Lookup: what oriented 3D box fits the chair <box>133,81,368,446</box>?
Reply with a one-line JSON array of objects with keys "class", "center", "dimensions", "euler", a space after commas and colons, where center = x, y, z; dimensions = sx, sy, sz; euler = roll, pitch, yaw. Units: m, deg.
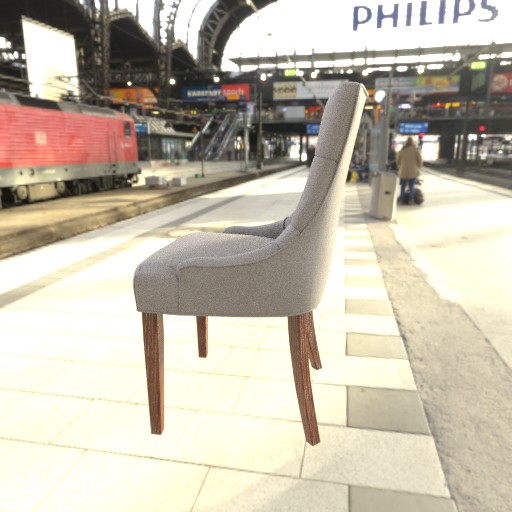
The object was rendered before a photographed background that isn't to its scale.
[{"class": "chair", "center": [0.000, 0.000, 1.256], "dimensions": [0.565, 0.874, 0.509], "euler": [2, 14, 9]}]
